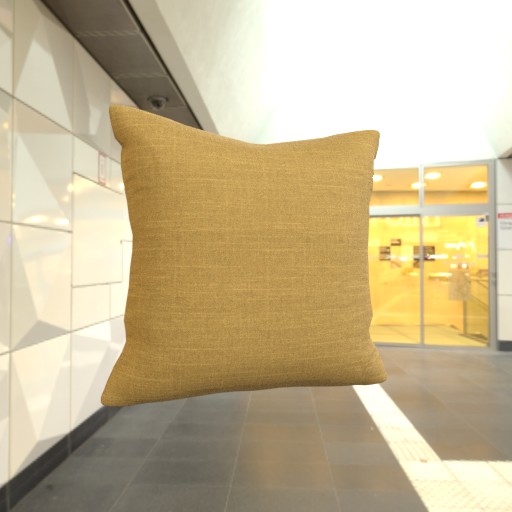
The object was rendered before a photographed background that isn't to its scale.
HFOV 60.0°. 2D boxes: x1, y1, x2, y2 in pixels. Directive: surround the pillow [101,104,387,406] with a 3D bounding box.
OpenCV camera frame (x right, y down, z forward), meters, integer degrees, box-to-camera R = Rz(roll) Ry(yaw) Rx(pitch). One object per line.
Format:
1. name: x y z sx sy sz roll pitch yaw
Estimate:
1. pillow: 0.000 0.000 0.645 0.424 0.400 0.169 0 -1 -17
